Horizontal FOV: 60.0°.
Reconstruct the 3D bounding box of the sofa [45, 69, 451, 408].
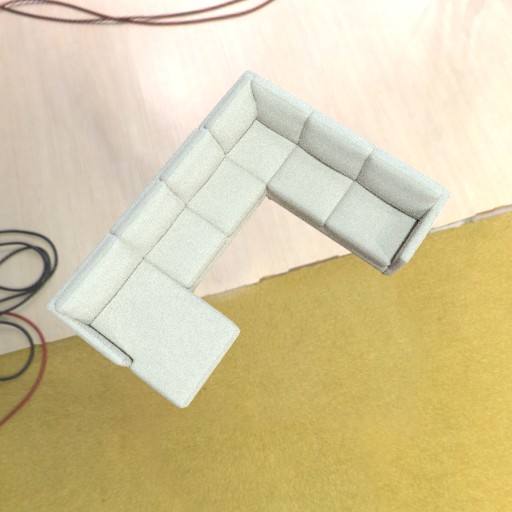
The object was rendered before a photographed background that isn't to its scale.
[{"bbox_3d":[0.000,0.000,4.492,2.551,0.853,3.238,34,77,9],"label":"sofa"}]
